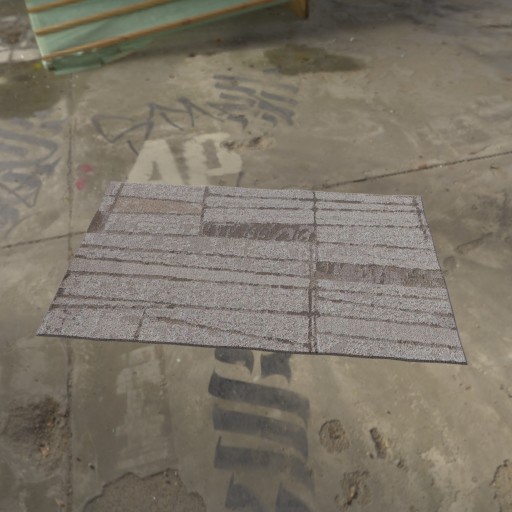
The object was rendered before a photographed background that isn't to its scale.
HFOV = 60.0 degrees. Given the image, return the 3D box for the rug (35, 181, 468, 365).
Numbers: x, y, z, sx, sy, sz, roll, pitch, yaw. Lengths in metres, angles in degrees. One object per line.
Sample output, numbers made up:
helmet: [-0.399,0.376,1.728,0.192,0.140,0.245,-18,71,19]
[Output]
rug: [0.000,0.000,1.056,0.867,0.007,0.515,3,47,3]
